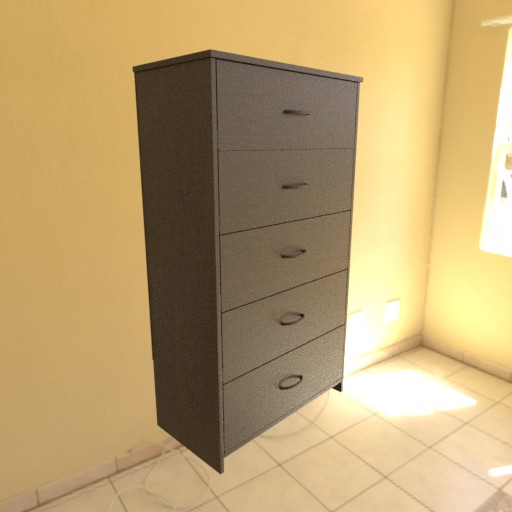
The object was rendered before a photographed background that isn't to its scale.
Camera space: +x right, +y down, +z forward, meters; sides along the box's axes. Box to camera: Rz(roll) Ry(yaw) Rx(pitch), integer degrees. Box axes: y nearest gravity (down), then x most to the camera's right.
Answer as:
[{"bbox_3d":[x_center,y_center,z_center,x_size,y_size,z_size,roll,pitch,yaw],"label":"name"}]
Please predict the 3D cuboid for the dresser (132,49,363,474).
[{"bbox_3d":[0.000,0.000,1.623,0.418,1.254,0.704,14,20,43],"label":"dresser"}]
